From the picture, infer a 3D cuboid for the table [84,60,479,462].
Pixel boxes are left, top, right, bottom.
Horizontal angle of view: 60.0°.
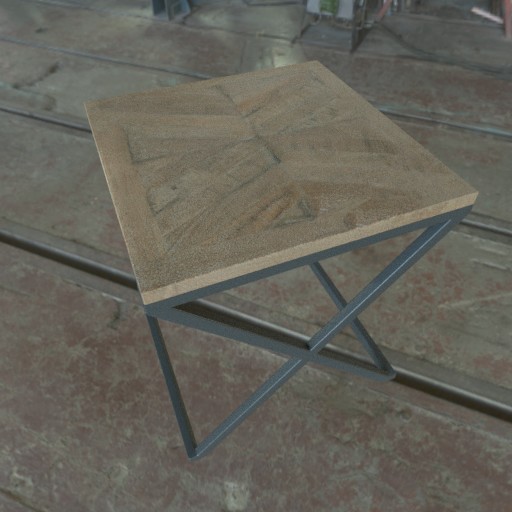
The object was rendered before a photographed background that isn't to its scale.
[{"bbox_3d":[0.000,0.000,0.931,0.498,0.550,0.499,-17,48,-15],"label":"table"}]
